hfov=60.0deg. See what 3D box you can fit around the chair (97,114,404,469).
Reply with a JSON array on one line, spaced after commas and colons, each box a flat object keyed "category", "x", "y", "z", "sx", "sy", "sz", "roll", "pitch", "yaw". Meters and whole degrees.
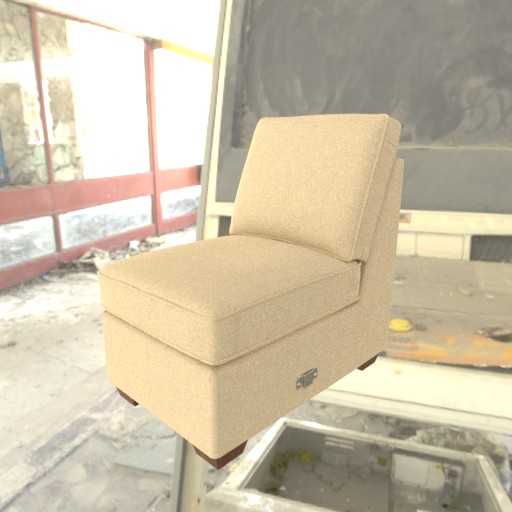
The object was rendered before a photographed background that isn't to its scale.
[{"category": "chair", "x": 0.000, "y": 0.000, "z": 1.564, "sx": 0.621, "sy": 0.970, "sz": 0.938, "roll": 14, "pitch": 21, "yaw": 42}]
